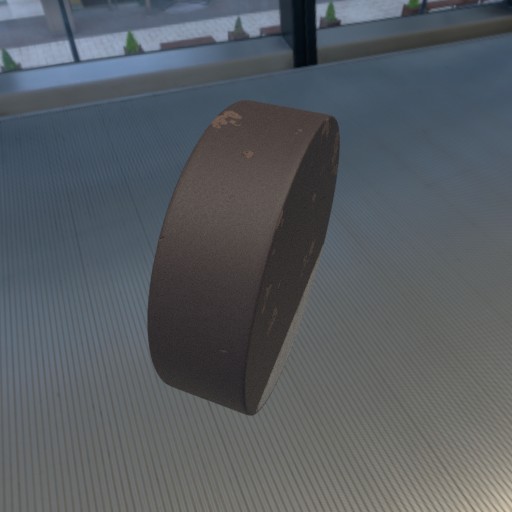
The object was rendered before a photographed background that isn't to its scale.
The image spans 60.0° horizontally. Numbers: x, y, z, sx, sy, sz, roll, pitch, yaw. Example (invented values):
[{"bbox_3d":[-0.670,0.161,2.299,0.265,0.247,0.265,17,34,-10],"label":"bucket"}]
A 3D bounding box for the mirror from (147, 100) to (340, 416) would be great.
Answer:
[{"bbox_3d":[0.000,0.000,0.594,0.126,0.386,0.386,15,48,15],"label":"mirror"}]
